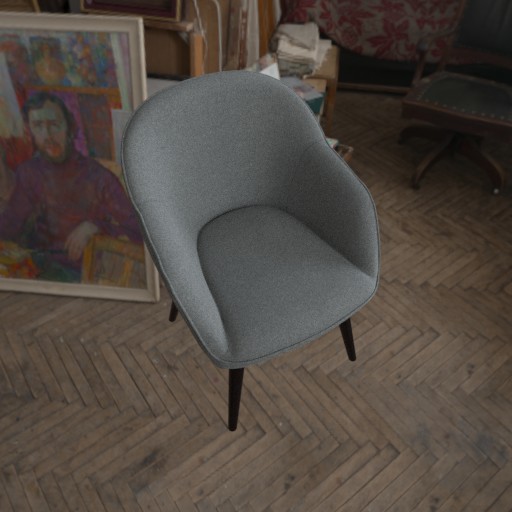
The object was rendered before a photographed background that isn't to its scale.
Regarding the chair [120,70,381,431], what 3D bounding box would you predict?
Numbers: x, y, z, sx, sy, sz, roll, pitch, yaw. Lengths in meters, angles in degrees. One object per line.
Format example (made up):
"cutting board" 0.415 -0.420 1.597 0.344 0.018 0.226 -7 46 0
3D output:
"chair" 0.000 0.000 1.268 0.589 0.810 0.611 -24 52 -20
